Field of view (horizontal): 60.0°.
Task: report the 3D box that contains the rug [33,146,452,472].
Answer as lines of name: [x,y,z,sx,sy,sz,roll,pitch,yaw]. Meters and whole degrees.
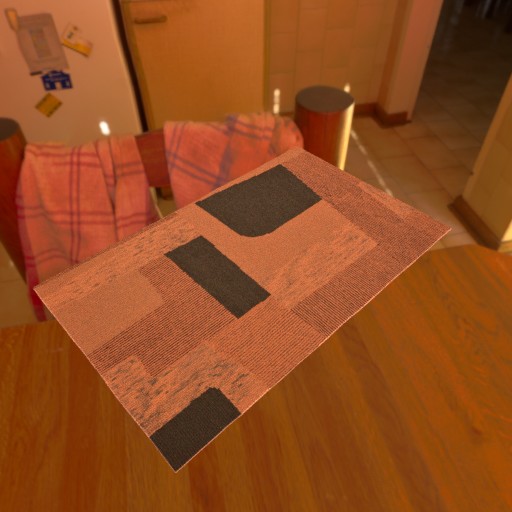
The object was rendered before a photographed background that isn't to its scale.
rug: [0.000,0.000,2.986,2.436,0.015,1.521,-34,54,-29]
